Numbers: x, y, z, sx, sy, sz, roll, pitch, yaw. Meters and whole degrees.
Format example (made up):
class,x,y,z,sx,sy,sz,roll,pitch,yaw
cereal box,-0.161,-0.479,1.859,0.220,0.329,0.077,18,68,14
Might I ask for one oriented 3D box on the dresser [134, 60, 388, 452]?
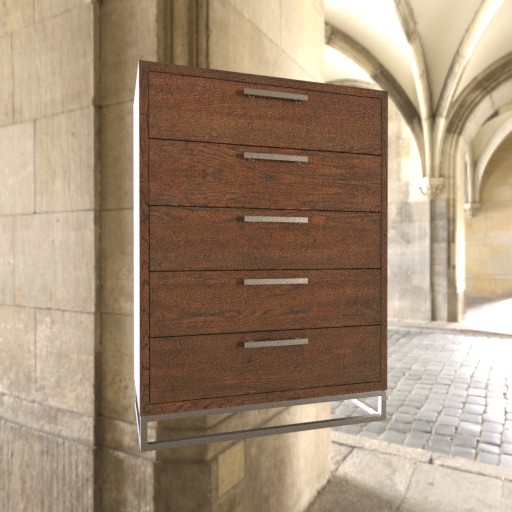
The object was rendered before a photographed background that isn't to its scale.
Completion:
class,x,y,z,sx,sy,sz,roll,pitch,yaw
dresser,0.000,0.000,1.851,0.965,1.321,0.508,0,1,-17
